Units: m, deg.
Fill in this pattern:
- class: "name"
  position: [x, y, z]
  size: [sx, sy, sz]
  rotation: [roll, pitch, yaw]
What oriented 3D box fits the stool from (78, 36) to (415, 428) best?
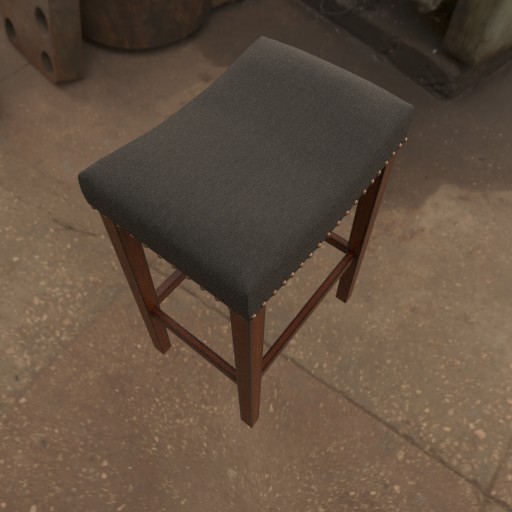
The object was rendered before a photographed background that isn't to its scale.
- class: "stool"
  position: [0.000, 0.000, 1.030]
  size: [0.366, 0.760, 0.502]
  rotation: [34, 64, 19]
